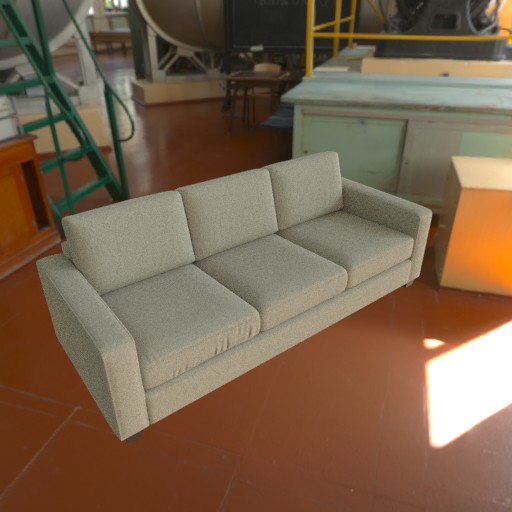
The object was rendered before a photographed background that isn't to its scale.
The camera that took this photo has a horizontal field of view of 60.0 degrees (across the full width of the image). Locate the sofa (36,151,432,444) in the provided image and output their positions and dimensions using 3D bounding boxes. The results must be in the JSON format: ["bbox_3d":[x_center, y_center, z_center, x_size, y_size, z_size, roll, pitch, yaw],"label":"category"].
[{"bbox_3d":[0.000,0.000,2.588,2.160,0.800,0.900,-21,36,-32],"label":"sofa"}]
